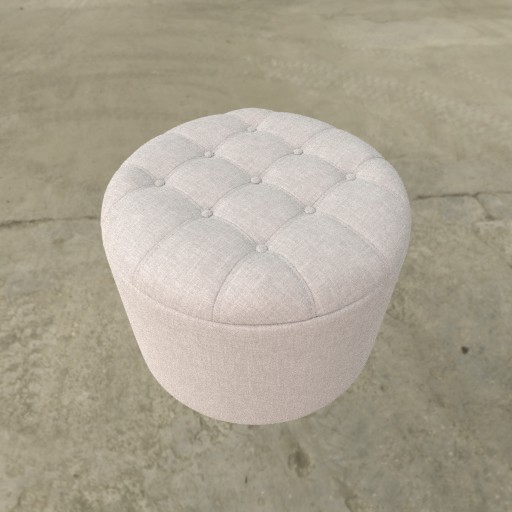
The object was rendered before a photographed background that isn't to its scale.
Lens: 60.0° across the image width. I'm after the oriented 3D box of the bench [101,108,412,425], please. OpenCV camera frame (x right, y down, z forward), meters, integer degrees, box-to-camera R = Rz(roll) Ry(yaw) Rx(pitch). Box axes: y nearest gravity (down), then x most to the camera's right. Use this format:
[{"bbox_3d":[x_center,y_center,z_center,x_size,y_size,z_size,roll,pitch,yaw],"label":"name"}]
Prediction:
[{"bbox_3d":[0.000,0.000,0.989,0.600,0.453,0.600,0,47,0],"label":"bench"}]
